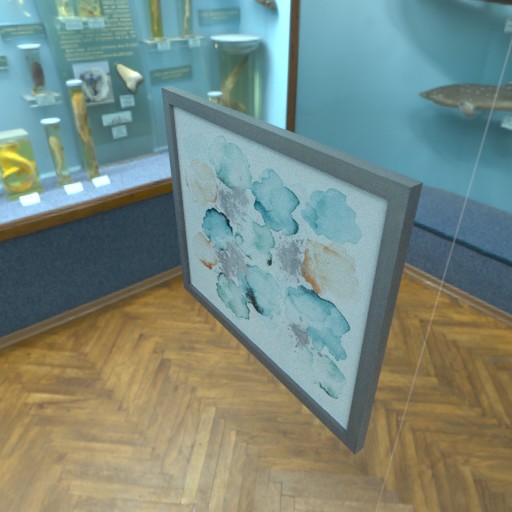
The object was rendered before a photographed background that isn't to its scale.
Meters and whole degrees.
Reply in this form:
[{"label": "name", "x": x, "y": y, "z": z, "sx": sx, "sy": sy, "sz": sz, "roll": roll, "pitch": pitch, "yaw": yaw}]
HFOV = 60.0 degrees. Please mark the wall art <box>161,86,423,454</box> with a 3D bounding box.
[{"label": "wall art", "x": 0.000, "y": 0.000, "z": 0.922, "sx": 0.026, "sy": 0.558, "sz": 0.660, "roll": -23, "pitch": 40, "yaw": -30}]
